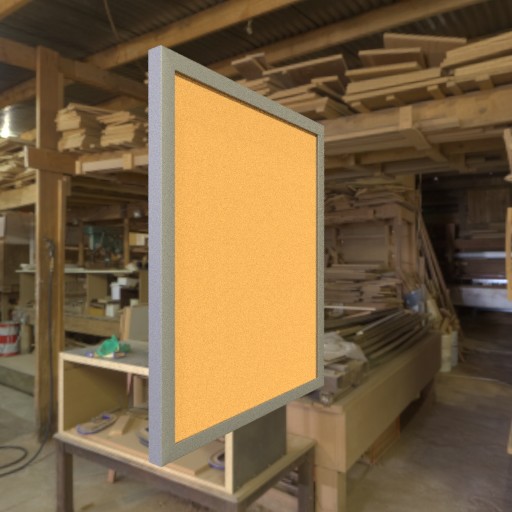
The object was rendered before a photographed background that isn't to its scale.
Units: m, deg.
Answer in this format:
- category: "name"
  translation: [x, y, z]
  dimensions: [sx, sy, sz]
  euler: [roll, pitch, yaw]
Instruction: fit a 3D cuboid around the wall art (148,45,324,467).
- category: "wall art"
  translation: [0.000, 0.000, 0.777]
  dimensions: [0.029, 0.558, 0.458]
  euler: [0, 0, 36]
